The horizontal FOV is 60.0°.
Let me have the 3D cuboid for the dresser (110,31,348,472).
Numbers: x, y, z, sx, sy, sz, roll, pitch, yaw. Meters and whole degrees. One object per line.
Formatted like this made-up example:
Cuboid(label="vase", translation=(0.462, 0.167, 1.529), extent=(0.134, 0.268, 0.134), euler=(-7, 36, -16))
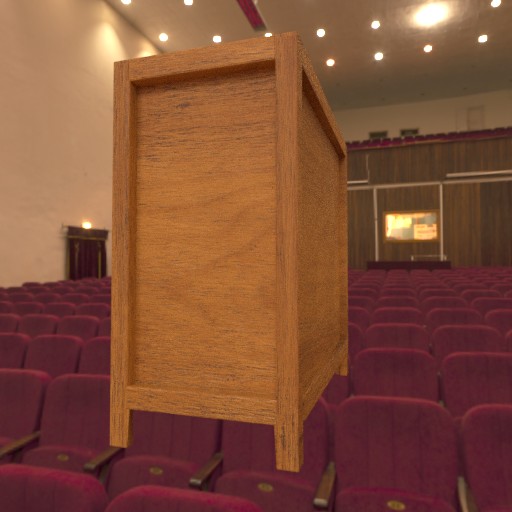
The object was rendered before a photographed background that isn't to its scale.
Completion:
Cuboid(label="dresser", translation=(0.000, 0.000, 1.250), extent=(0.427, 0.804, 0.804), euler=(-1, -2, 18))
